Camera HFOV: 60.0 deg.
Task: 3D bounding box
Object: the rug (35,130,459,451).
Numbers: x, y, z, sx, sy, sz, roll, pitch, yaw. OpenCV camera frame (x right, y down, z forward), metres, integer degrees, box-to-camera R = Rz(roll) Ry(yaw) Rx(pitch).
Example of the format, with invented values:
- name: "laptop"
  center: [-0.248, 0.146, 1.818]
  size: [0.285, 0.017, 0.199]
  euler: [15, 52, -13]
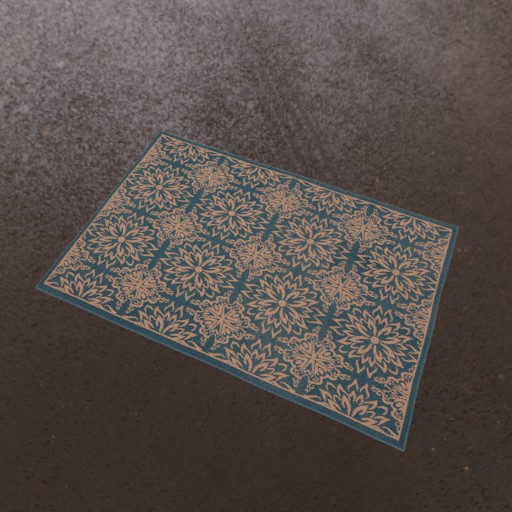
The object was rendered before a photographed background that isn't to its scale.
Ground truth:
- name: "rug"
  center: [0.000, 0.000, 2.267]
  size: [1.833, 0.012, 1.211]
  euler: [21, 60, 12]
